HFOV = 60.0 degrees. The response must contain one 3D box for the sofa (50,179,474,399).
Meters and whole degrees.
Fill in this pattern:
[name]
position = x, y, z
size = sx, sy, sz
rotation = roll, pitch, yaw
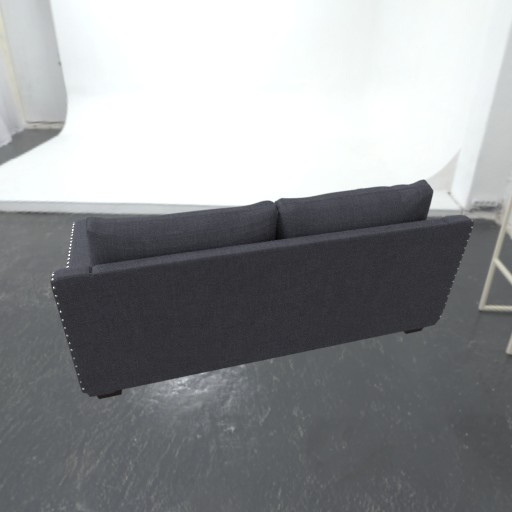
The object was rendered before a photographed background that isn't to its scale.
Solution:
[sofa]
position = 0.000, 0.000, 3.272
size = 2.550, 1.196, 1.336
rotation = -8, 29, -15
